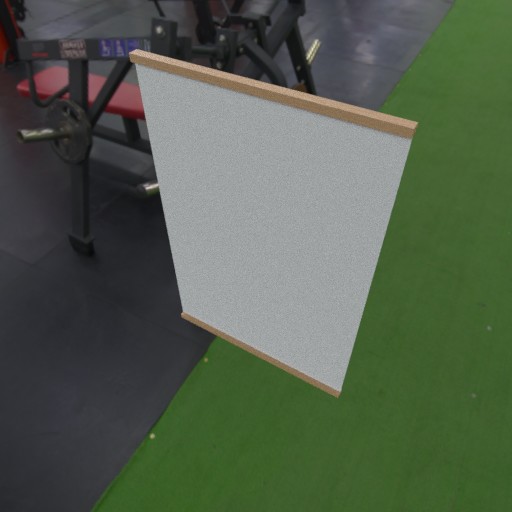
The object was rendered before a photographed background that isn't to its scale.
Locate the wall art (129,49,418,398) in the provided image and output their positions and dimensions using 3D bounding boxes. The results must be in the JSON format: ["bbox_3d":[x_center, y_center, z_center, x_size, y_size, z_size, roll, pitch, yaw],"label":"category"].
[{"bbox_3d":[0.000,0.000,0.641,0.335,0.510,0.013,23,50,21],"label":"wall art"}]
